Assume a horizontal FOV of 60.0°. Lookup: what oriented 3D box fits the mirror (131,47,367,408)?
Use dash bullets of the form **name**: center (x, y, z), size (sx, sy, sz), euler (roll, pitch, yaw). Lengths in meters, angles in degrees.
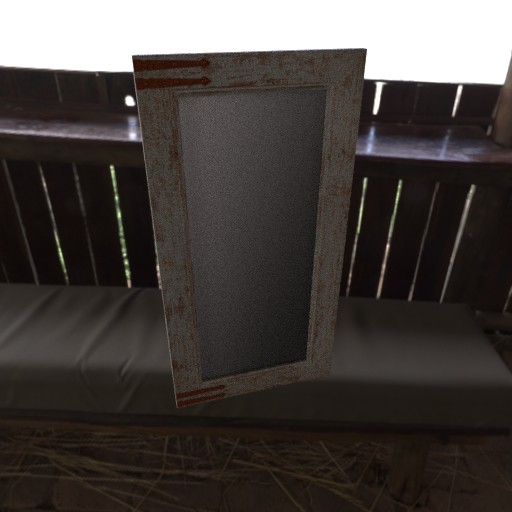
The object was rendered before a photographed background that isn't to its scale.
- **mirror**: center (0.000, 0.000, 1.095), size (0.472, 0.922, 0.027), euler (-8, 31, -14)
